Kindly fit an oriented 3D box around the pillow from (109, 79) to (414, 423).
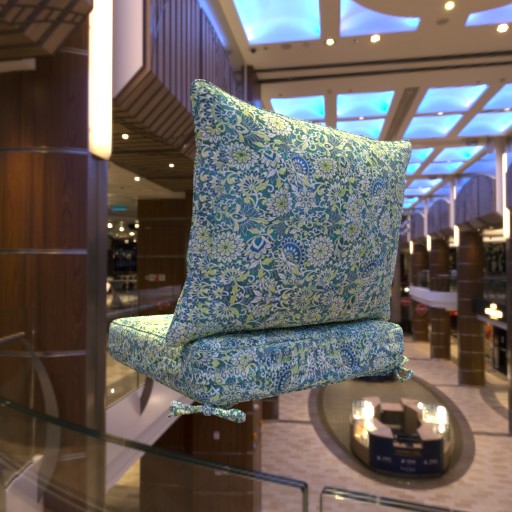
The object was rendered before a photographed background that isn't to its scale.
[{"bbox_3d":[0.000,0.000,1.362,0.798,0.722,0.740,1,-2,-36],"label":"pillow"}]
